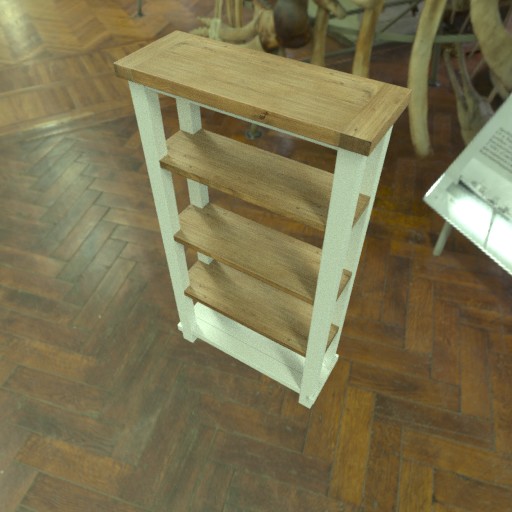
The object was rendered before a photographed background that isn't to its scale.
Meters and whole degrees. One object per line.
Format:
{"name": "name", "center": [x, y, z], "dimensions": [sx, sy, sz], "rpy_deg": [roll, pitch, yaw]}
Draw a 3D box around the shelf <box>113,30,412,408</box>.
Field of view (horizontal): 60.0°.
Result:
{"name": "shelf", "center": [0.000, 0.000, 2.265], "dimensions": [1.022, 1.878, 0.381], "rpy_deg": [24, 51, 21]}
